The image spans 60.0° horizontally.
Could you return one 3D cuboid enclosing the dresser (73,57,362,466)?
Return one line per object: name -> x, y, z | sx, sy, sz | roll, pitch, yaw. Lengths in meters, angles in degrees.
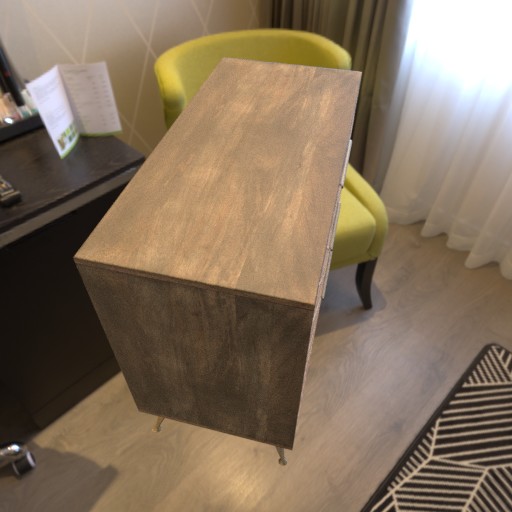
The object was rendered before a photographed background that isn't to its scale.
dresser -> 0.000, 0.000, 1.366 | 0.453, 0.801, 0.923 | 10, 47, 10
